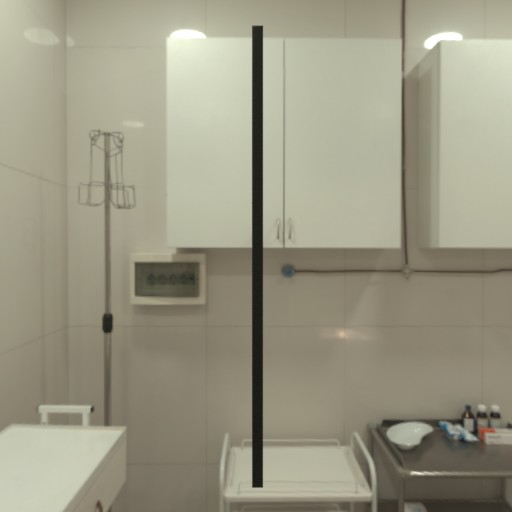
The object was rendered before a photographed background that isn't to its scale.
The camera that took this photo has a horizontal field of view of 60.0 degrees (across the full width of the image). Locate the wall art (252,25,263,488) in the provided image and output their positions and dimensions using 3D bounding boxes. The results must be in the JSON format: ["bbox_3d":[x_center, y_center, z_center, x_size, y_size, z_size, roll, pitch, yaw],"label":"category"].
[{"bbox_3d":[0.000,0.000,0.870,0.016,0.657,0.480,0,1,-1],"label":"wall art"}]
